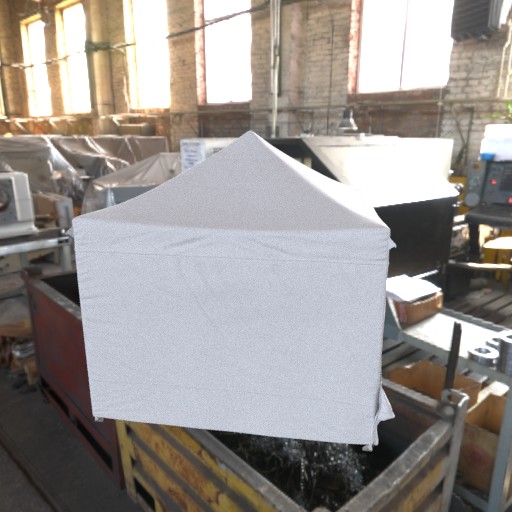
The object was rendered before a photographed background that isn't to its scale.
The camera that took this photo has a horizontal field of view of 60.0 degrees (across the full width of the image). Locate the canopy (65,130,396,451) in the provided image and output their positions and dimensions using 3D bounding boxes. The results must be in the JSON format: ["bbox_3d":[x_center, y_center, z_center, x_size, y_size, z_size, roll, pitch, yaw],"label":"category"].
[{"bbox_3d":[0.000,0.000,5.499,3.121,2.997,3.043,2,15,9],"label":"canopy"}]
